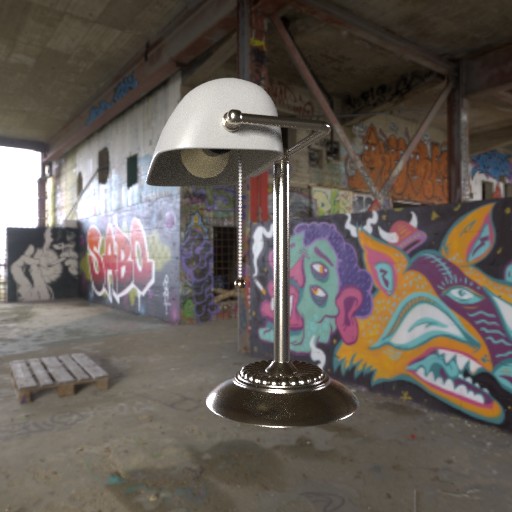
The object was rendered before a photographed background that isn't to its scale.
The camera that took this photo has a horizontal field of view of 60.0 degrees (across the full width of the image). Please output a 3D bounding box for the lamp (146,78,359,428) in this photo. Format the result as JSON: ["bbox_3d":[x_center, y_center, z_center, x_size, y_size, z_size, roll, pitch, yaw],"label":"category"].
[{"bbox_3d":[0.000,0.000,0.516,0.243,0.339,0.264,0,0,-17],"label":"lamp"}]
